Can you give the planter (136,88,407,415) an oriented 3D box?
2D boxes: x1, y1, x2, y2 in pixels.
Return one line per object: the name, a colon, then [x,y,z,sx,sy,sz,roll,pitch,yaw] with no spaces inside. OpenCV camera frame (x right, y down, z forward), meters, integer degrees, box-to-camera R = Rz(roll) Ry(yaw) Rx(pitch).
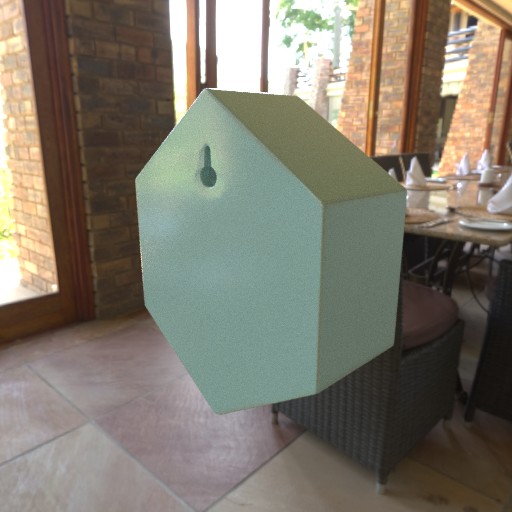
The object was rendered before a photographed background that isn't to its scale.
planter: [0.000,0.000,0.297,0.078,0.207,0.169,-14,21,-42]
